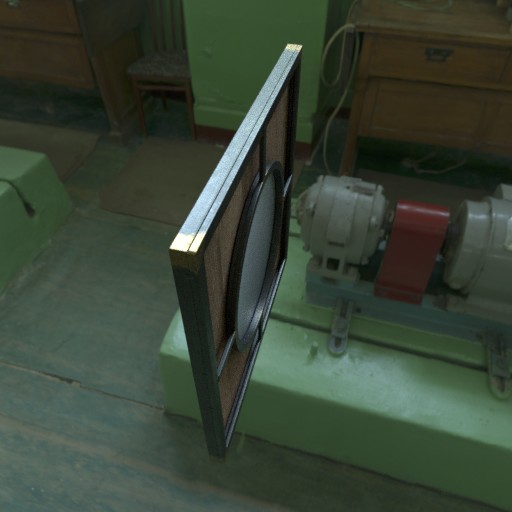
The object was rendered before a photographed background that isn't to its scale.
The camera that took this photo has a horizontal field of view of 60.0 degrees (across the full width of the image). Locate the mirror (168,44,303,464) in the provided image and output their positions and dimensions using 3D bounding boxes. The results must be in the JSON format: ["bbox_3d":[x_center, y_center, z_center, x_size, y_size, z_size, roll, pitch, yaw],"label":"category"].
[{"bbox_3d":[0.000,0.000,0.561,0.020,0.381,0.382,11,46,10],"label":"mirror"}]
